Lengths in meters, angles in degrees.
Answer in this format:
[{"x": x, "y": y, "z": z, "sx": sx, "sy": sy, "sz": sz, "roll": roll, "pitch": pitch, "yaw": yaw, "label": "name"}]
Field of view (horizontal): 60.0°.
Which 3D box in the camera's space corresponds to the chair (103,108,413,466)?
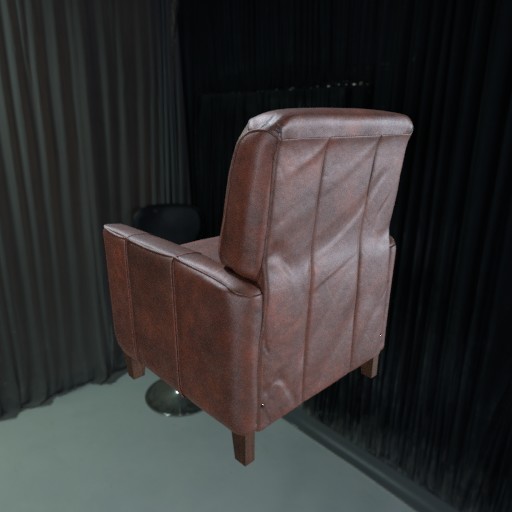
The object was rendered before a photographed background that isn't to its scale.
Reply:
[{"x": 0.000, "y": 0.000, "z": 1.667, "sx": 0.843, "sy": 1.043, "sz": 0.836, "roll": -16, "pitch": 23, "yaw": -41, "label": "chair"}]
